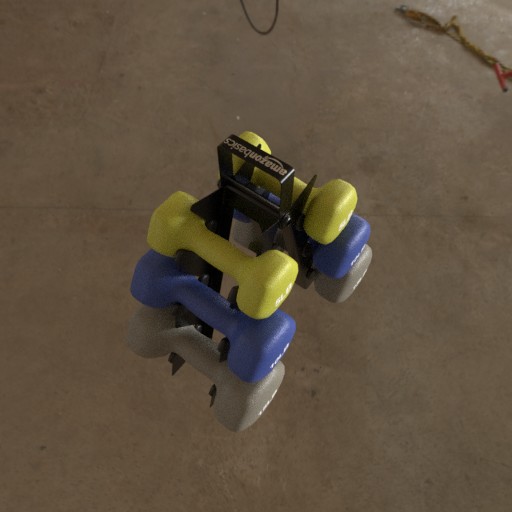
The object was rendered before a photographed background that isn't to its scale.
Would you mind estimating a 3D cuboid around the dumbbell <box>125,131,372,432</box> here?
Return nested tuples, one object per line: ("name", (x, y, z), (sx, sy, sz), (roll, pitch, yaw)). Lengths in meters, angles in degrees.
("dumbbell", (0.000, 0.000, 0.681), (0.261, 0.426, 0.416), (33, 63, 19))
